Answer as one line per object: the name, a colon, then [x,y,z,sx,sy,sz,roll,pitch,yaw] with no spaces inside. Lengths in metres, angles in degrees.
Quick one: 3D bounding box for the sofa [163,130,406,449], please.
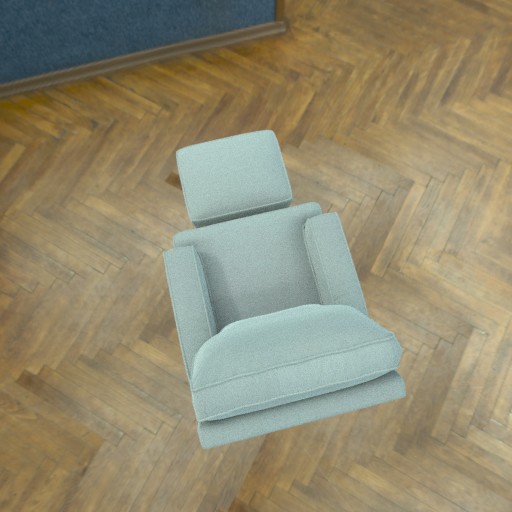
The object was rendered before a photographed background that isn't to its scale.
sofa: [0.000,0.000,2.094,0.861,0.959,1.472,-13,74,-4]
